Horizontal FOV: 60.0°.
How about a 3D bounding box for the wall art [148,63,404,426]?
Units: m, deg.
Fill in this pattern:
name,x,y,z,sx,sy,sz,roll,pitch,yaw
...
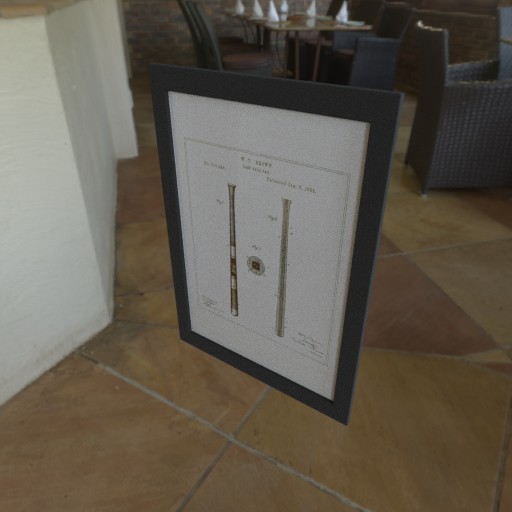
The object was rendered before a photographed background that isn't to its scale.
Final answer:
name,x,y,z,sx,sy,sz,roll,pitch,yaw
wall art,0.000,0.000,0.693,0.374,0.529,0.012,20,37,29
